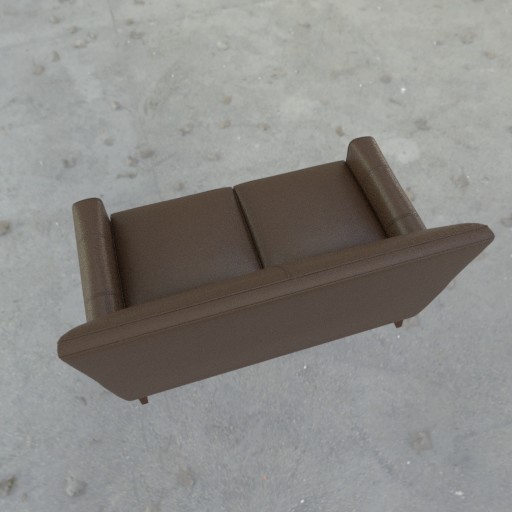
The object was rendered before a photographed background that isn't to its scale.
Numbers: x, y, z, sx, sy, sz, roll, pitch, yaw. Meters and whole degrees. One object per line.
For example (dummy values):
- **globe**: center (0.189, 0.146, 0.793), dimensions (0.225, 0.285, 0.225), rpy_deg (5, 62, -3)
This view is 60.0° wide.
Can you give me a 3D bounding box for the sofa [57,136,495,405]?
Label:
- **sofa**: center (0.000, 0.000, 1.978), dimensions (1.468, 0.859, 0.853), rpy_deg (-15, 59, -9)
